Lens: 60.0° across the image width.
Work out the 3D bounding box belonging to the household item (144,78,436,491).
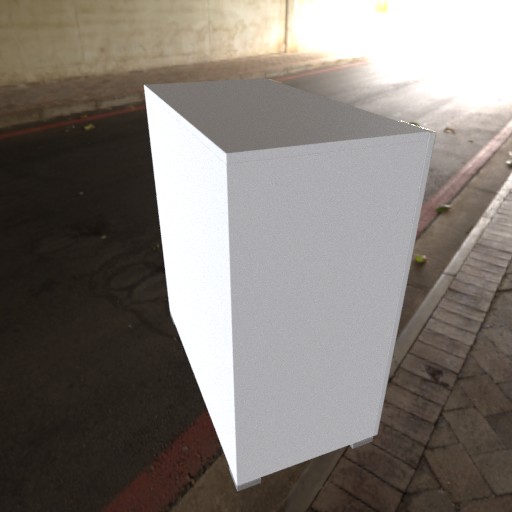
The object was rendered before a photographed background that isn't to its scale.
[{"bbox_3d":[0.000,0.000,1.307,0.420,0.870,0.800,-11,31,-19],"label":"household item"}]
